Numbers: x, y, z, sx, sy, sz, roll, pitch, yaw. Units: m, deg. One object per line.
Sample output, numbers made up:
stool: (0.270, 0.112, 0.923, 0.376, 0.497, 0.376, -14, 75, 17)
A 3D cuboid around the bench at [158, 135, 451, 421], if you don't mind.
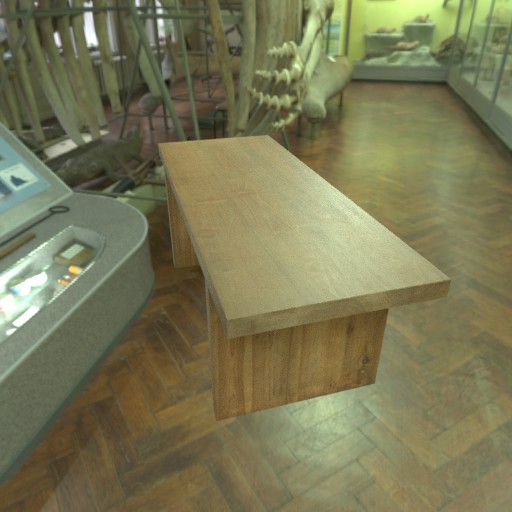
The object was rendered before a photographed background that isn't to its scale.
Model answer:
bench: (0.000, 0.000, 1.429, 0.458, 0.458, 1.183, -8, 30, -14)
